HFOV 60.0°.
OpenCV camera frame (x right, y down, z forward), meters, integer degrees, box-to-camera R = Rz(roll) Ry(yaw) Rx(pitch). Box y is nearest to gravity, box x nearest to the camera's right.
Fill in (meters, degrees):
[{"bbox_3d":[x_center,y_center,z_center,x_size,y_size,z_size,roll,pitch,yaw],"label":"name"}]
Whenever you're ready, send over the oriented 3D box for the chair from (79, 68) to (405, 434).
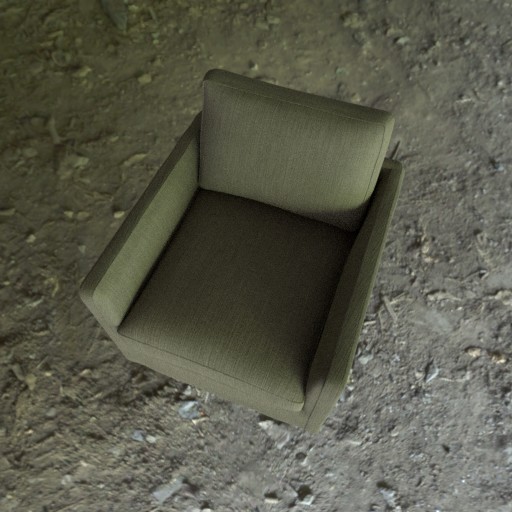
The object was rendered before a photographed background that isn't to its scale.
[{"bbox_3d":[0.000,0.000,1.482,0.763,0.811,0.834,18,60,11],"label":"chair"}]
